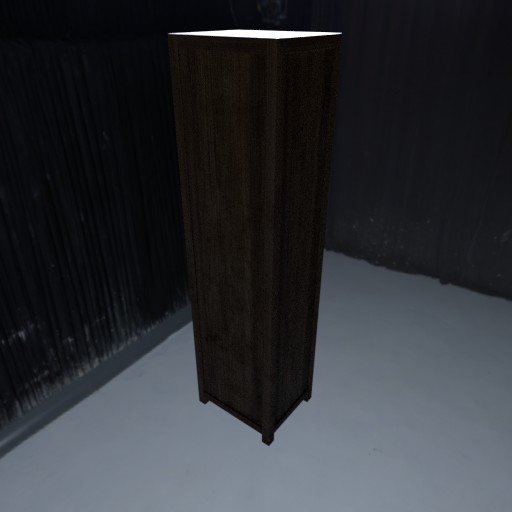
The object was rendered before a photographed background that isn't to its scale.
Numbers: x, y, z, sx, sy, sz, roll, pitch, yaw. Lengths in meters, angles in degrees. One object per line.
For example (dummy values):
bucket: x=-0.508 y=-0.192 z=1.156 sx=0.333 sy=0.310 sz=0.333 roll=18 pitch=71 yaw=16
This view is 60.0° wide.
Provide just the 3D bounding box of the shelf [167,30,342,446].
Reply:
shelf: x=0.000 y=0.000 z=2.115 sx=0.500 sy=1.900 sz=0.428 roll=21 pitch=35 yaw=32
